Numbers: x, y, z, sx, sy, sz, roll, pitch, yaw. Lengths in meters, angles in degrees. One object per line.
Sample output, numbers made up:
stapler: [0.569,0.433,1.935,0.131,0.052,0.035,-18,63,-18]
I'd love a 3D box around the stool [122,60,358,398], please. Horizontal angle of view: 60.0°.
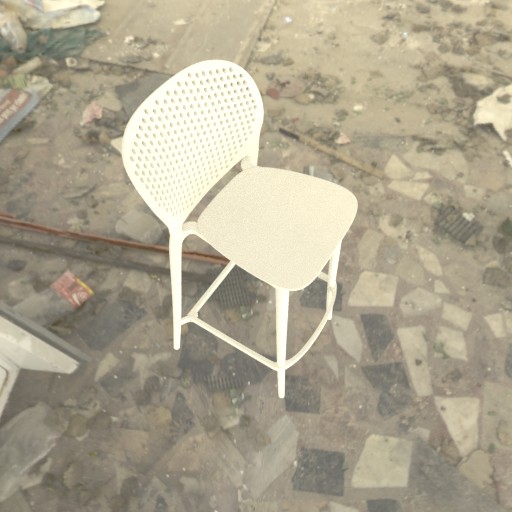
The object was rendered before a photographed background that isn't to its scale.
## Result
stool: [0.000,0.000,1.404,0.535,1.045,0.536,28,61,17]
